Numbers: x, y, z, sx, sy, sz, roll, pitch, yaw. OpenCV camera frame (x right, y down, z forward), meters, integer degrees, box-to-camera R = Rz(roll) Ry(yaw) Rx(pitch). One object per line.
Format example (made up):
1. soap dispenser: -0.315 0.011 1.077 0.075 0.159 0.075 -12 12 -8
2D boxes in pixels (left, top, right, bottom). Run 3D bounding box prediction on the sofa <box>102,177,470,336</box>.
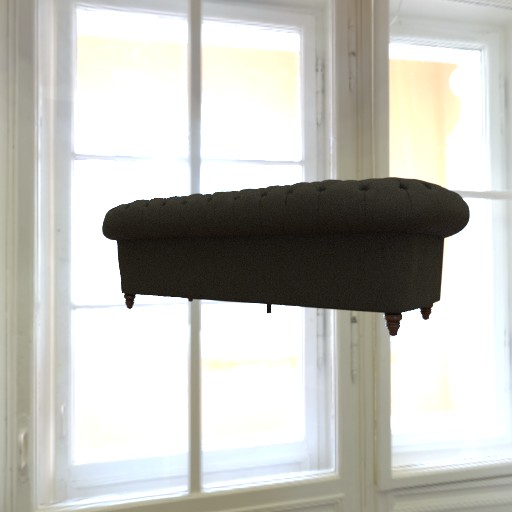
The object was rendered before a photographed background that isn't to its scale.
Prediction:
1. sofa: 0.000 0.000 2.814 2.362 0.762 0.991 0 0 34
